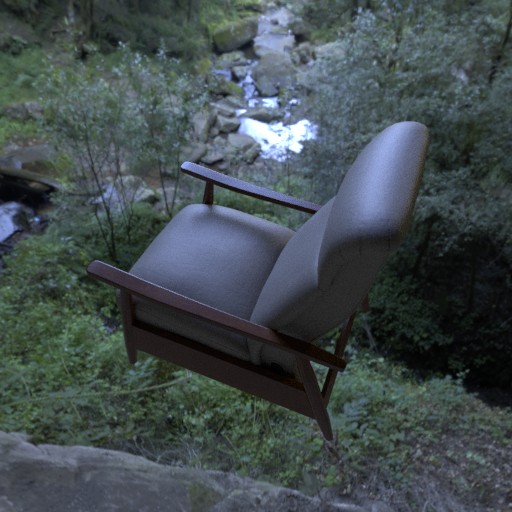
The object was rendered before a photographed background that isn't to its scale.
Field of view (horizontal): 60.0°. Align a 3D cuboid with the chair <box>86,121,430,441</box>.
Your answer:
[{"bbox_3d":[0.000,0.000,1.770,1.032,1.082,0.762,16,47,15],"label":"chair"}]
